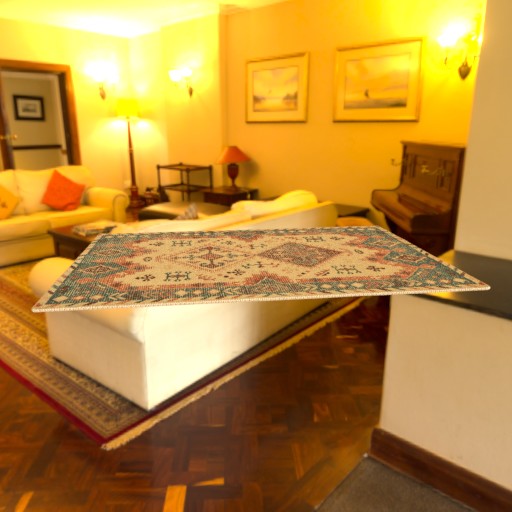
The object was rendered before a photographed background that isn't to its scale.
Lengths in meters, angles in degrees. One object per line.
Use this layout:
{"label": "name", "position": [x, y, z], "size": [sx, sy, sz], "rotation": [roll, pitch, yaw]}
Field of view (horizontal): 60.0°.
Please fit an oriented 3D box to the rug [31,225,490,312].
{"label": "rug", "position": [0.000, 0.000, 2.321], "size": [1.840, 0.015, 1.225], "rotation": [-2, 16, -7]}
